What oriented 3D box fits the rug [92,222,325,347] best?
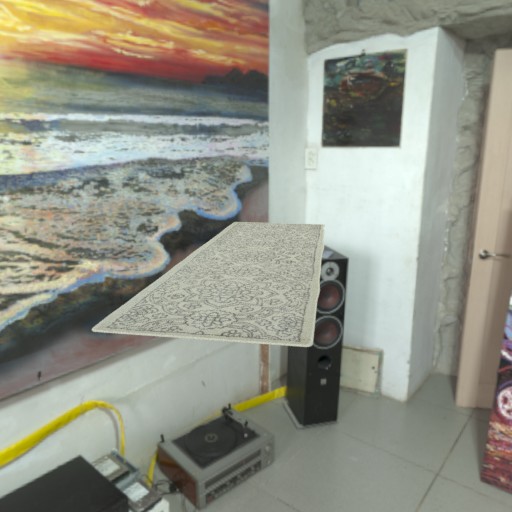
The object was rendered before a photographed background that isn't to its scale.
[{"bbox_3d":[0.000,0.000,2.683,0.806,0.006,2.431,2,14,9],"label":"rug"}]
